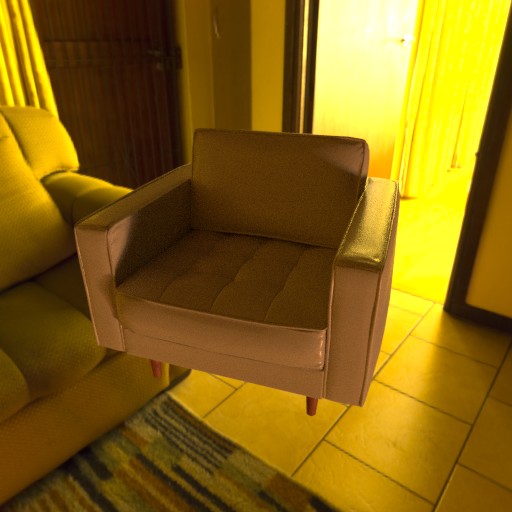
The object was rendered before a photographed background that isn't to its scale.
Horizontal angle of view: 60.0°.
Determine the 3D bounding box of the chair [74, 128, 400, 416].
[{"bbox_3d":[0.000,0.000,1.549,0.928,0.773,0.843,8,27,17],"label":"chair"}]
